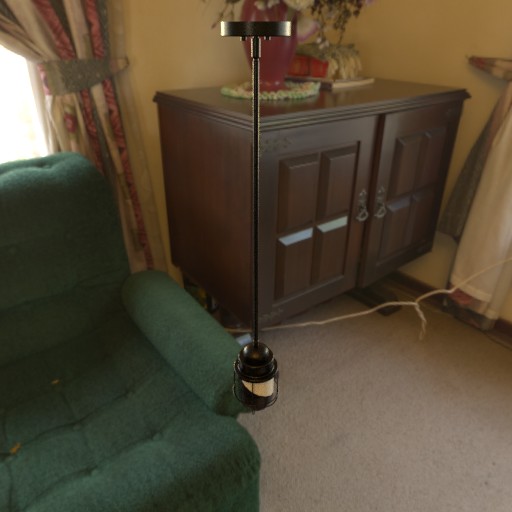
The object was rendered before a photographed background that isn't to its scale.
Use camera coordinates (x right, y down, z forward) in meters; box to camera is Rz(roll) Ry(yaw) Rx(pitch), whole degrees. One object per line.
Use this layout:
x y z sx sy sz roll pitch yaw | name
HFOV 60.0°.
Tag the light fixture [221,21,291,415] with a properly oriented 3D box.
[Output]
0.000 0.000 0.985 0.123 0.920 0.123 18 32 32 | light fixture
